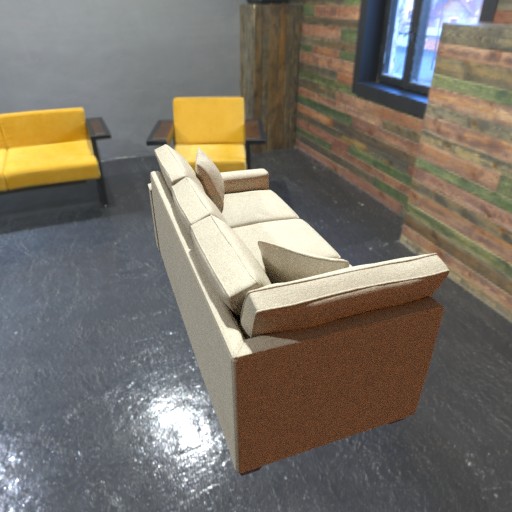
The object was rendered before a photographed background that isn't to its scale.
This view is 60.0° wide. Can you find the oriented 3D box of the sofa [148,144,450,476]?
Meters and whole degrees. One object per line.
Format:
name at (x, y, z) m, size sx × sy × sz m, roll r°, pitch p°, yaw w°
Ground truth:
sofa at (0.000, 0.000, 2.886) m, size 1.053 × 0.948 × 2.323 m, roll -10°, pitch 32°, yaw -17°
